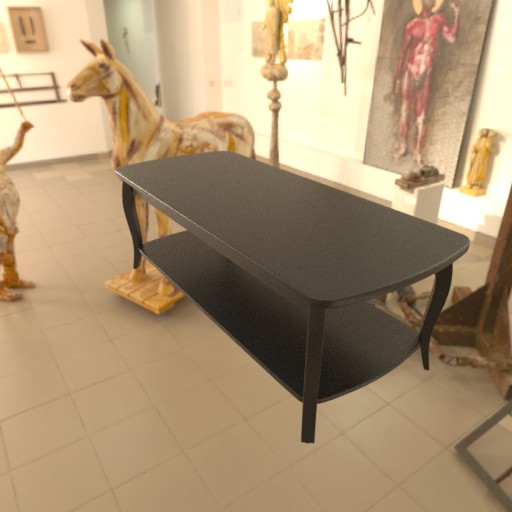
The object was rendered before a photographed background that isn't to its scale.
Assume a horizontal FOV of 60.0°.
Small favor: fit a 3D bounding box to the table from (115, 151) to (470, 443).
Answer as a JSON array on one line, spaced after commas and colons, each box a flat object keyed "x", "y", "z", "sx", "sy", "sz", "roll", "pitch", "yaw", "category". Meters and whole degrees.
[{"x": 0.000, "y": 0.000, "z": 1.613, "sx": 0.571, "sy": 0.457, "sz": 1.333, "roll": -17, "pitch": 31, "yaw": -31, "category": "table"}]
